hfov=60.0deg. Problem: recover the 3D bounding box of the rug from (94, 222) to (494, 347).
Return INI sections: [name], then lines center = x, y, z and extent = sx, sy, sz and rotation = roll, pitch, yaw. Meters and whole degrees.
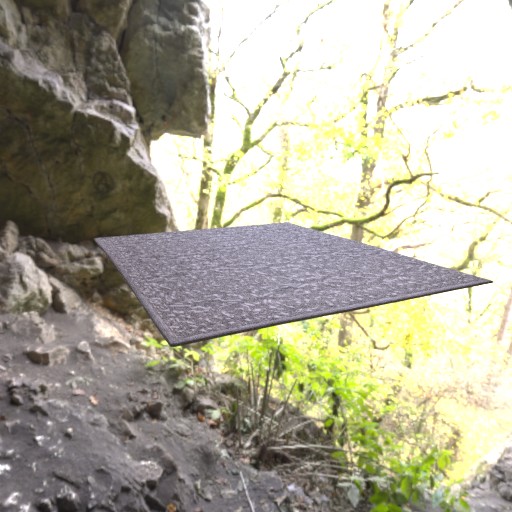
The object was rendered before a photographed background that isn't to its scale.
[rug]
center = 0.000, 0.000, 4.074
extent = 2.472, 0.035, 3.017
rotation = -7, 15, -26
